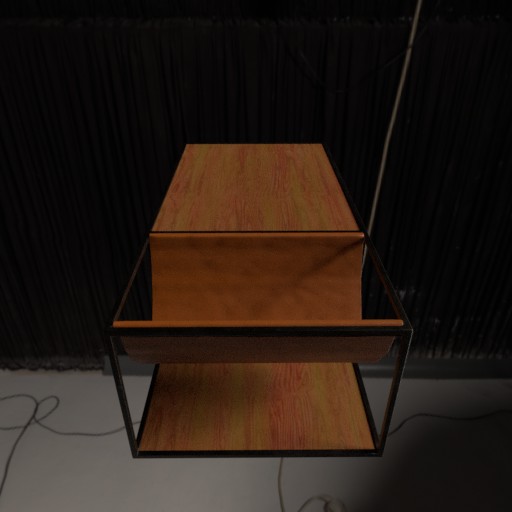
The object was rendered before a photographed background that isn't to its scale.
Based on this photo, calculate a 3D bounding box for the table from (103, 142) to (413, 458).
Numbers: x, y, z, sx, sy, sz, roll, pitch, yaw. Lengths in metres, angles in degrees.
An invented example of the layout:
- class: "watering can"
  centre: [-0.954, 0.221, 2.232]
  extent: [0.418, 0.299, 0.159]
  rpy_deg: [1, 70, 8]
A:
- class: "table"
  centre: [0.000, 0.000, 1.467]
  extent: [0.597, 0.403, 1.199]
  rpy_deg: [0, 31, 0]
